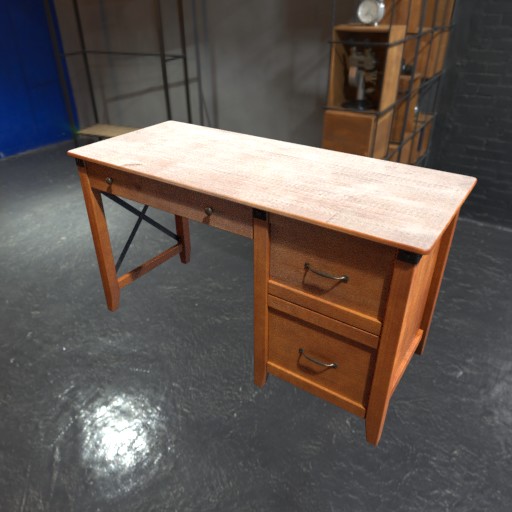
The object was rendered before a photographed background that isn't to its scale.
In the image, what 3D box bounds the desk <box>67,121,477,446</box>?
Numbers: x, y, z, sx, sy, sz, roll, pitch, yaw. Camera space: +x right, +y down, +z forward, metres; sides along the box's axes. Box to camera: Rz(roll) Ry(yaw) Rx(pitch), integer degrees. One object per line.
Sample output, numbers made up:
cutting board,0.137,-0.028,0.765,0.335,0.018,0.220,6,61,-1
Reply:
desk,0.000,0.000,1.750,1.353,0.756,0.574,19,36,29
